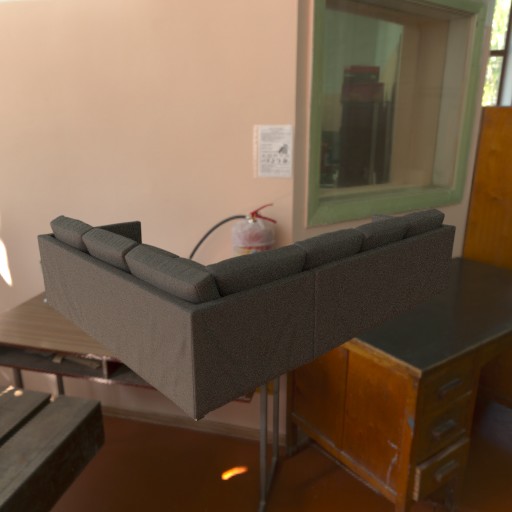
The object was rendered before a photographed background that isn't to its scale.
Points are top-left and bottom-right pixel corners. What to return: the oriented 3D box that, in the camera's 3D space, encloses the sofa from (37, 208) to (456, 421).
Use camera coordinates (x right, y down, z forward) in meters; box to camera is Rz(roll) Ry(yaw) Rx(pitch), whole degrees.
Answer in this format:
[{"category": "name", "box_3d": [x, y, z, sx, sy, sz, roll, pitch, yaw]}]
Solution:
[{"category": "sofa", "box_3d": [0.000, 0.000, 4.268, 3.182, 0.871, 2.432, -15, 22, -41]}]
